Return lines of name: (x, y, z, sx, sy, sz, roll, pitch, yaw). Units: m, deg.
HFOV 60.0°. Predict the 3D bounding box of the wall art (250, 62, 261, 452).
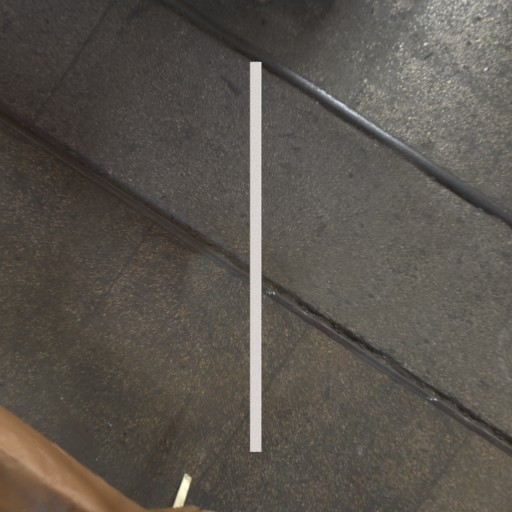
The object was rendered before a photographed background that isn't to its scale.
wall art: (0.000, 0.000, 0.846, 0.013, 0.656, 0.456, 0, 90, 0)
